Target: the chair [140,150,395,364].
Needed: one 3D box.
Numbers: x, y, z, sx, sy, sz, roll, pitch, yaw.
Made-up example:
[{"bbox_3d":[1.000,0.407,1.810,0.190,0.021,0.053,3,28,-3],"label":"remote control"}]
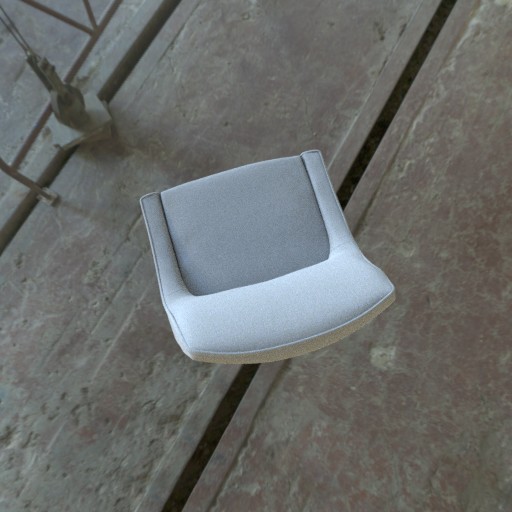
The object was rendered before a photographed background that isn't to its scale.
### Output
[{"bbox_3d":[0.000,0.000,1.174,0.529,0.861,0.544,-16,77,-4],"label":"chair"}]
